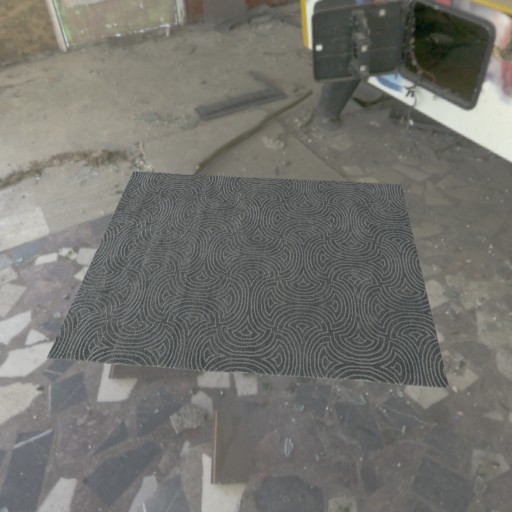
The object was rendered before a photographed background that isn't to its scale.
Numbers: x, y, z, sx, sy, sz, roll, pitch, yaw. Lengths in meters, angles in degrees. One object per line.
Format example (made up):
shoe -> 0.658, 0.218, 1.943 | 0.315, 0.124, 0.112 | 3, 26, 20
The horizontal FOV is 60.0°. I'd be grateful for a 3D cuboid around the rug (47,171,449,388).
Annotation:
rug -> 0.000, 0.000, 4.177 | 3.042, 0.021, 2.456 | 3, 46, 3
